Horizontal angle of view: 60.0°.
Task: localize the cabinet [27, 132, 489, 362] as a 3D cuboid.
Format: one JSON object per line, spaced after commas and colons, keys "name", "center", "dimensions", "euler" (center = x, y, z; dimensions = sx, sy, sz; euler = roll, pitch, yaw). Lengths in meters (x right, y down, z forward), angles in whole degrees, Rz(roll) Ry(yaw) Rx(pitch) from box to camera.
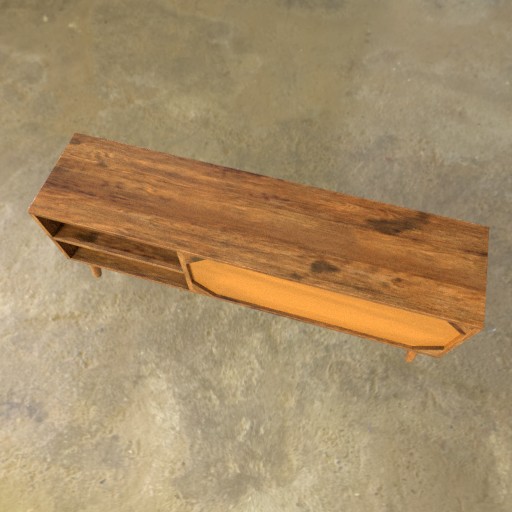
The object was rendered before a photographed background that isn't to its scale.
{"name": "cabinet", "center": [0.000, 0.000, 1.662], "dimensions": [1.448, 0.528, 0.349], "euler": [14, 64, 7]}
